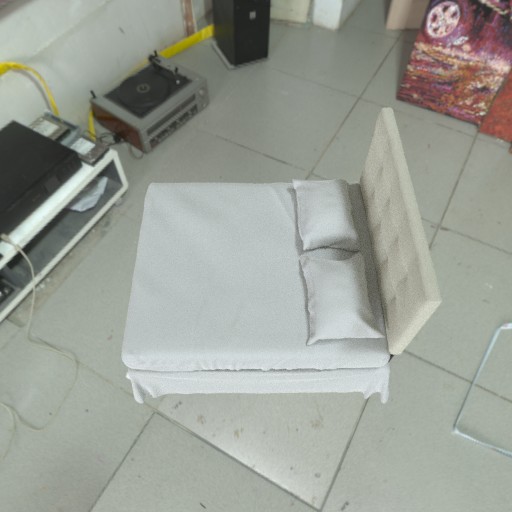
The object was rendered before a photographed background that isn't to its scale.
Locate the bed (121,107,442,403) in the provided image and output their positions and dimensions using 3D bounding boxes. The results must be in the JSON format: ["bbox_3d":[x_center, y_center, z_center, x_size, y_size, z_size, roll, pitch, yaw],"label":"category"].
[{"bbox_3d":[0.000,0.000,3.523,2.222,1.577,1.936,0,58,0],"label":"bed"}]
